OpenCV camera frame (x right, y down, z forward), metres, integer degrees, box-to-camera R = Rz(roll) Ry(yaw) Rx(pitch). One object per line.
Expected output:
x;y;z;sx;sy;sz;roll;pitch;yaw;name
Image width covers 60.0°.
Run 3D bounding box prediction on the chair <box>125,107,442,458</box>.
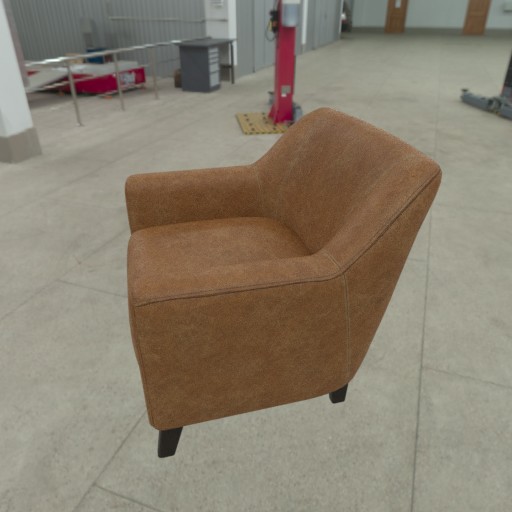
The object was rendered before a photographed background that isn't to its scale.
0.000;0.000;1.803;1.034;0.980;1.037;-8;31;-13;chair
